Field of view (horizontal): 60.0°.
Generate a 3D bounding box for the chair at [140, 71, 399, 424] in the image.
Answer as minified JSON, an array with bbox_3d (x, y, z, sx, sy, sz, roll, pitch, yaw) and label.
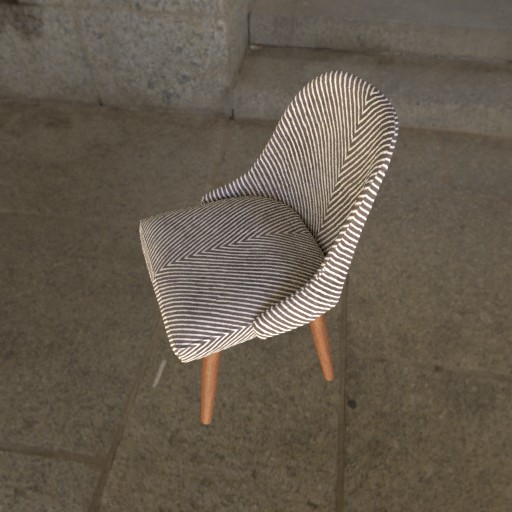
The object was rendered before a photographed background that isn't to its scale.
[{"bbox_3d":[0.000,0.000,1.249,0.591,0.883,0.504,-15,49,-14],"label":"chair"}]
